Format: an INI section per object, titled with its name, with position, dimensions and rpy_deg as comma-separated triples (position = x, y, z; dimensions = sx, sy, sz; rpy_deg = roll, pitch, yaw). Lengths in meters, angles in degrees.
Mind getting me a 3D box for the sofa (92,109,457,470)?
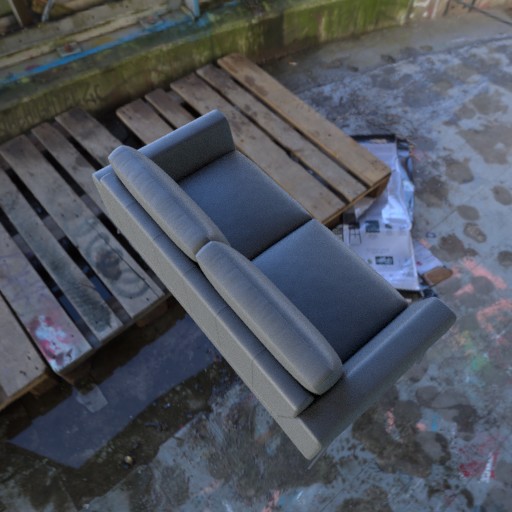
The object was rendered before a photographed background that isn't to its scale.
[sofa]
position = 0.000, 0.000, 2.570
dimensions = 0.953, 0.875, 2.017
rpy_deg = -35, 64, -20
